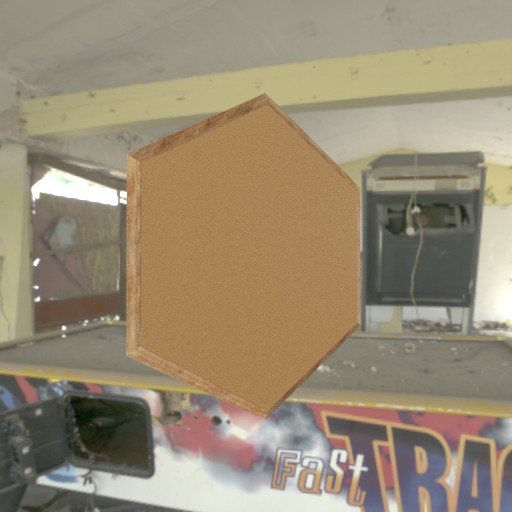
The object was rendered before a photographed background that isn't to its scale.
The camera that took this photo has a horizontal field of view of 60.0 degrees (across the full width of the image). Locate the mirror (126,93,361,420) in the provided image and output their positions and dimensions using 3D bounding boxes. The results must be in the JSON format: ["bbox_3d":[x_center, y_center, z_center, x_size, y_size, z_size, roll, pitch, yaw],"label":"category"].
[{"bbox_3d":[0.000,0.000,1.087,0.675,0.779,0.091,0,-1,-36],"label":"mirror"}]
